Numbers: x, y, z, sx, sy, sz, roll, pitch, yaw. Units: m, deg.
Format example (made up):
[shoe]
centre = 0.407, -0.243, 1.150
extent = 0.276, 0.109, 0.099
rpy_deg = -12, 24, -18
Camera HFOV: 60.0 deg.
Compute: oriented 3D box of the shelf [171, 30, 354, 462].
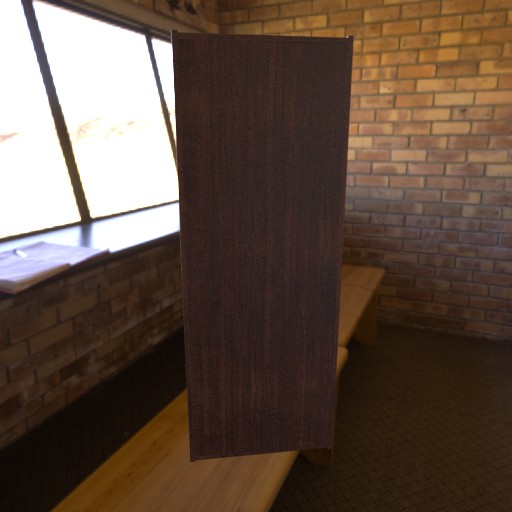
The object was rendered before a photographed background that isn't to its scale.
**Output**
[shelf]
centre = 0.000, 0.000, 1.261
extent = 0.415, 1.099, 0.290
rpy_deg = -2, 15, -8
